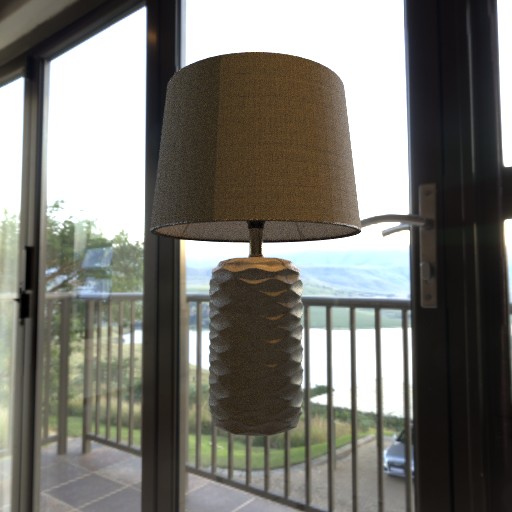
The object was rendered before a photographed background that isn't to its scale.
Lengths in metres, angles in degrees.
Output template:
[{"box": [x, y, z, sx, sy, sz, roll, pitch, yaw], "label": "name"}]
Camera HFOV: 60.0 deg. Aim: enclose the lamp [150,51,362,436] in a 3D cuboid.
[{"box": [0.000, 0.000, 0.807, 0.376, 0.594, 0.376, 0, -3, 0], "label": "lamp"}]
